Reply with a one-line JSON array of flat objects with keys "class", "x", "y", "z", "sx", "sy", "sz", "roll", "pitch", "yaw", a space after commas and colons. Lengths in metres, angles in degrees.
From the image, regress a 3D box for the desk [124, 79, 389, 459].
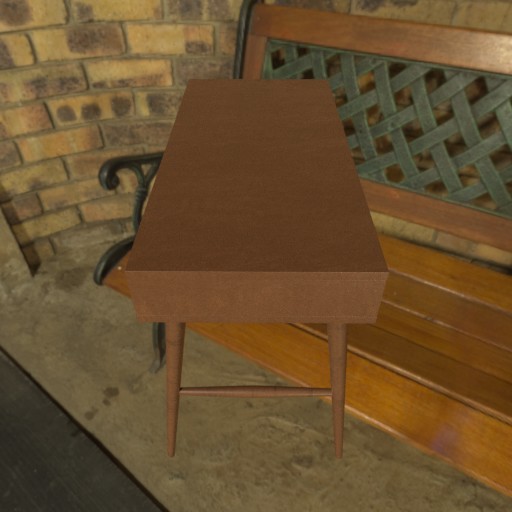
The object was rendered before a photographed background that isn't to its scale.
[{"class": "desk", "x": 0.000, "y": 0.000, "z": 1.391, "sx": 0.510, "sy": 0.758, "sz": 0.949, "roll": 0, "pitch": 41, "yaw": 0}]
